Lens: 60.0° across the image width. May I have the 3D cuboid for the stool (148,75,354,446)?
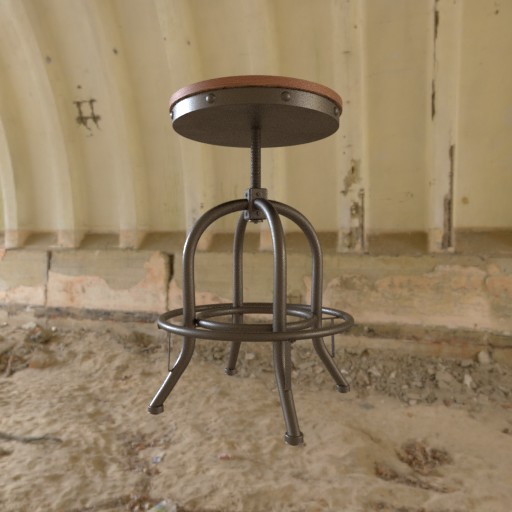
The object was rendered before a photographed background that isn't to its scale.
[{"bbox_3d":[0.000,0.000,0.916,0.439,0.609,0.439,0,1,-18],"label":"stool"}]
